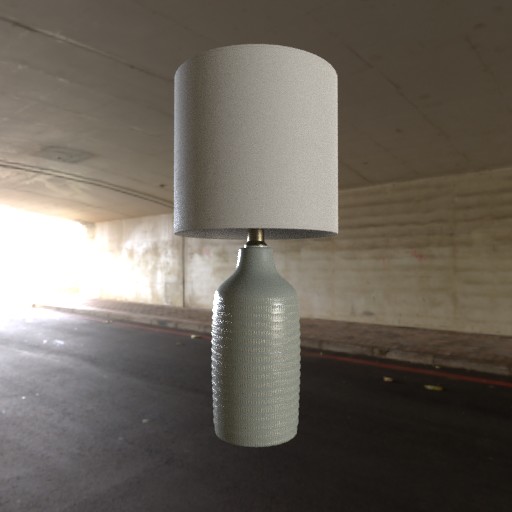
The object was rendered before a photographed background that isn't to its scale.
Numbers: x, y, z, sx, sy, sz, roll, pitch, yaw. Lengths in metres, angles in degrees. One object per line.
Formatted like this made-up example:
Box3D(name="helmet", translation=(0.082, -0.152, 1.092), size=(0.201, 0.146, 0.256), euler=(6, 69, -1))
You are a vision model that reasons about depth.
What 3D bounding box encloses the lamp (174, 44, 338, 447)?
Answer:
Box3D(name="lamp", translation=(0.000, 0.000, 0.605), size=(0.220, 0.475, 0.220), euler=(0, -1, -17))
